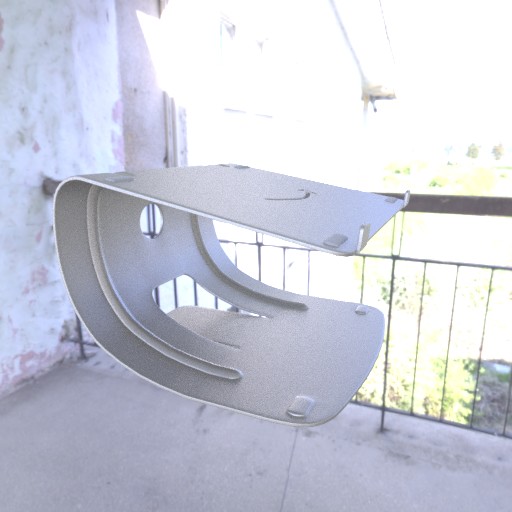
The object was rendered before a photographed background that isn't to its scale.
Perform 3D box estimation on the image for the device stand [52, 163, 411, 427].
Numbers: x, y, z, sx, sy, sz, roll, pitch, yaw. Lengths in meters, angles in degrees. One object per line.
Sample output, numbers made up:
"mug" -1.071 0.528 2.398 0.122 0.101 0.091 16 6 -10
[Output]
"device stand" 0.000 0.000 0.405 0.236 0.155 0.256 6 16 24
